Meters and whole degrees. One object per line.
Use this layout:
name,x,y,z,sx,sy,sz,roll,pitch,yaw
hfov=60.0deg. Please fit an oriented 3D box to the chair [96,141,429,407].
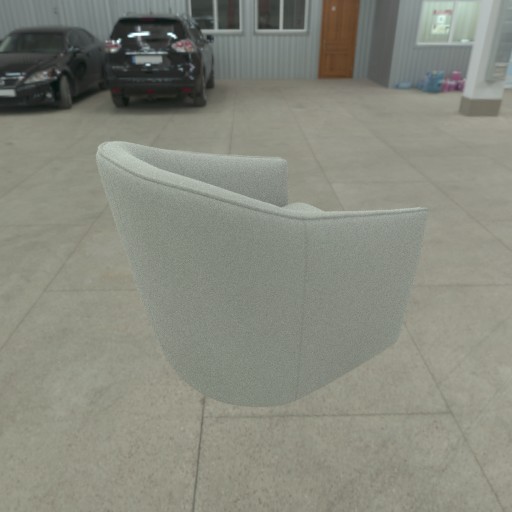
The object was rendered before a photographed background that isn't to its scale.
chair,0.000,0.000,1.460,0.875,0.799,0.747,-19,34,-32
